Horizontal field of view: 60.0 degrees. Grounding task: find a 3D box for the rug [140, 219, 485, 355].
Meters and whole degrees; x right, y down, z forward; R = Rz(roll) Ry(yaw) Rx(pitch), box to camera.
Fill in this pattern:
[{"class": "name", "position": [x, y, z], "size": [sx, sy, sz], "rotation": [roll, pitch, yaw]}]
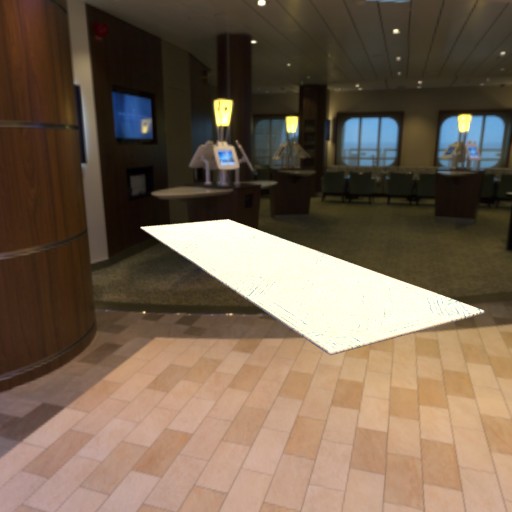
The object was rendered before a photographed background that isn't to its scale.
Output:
[{"class": "rug", "position": [0.000, 0.000, 2.642], "size": [0.775, 0.012, 2.452], "rotation": [-8, 16, -27]}]
